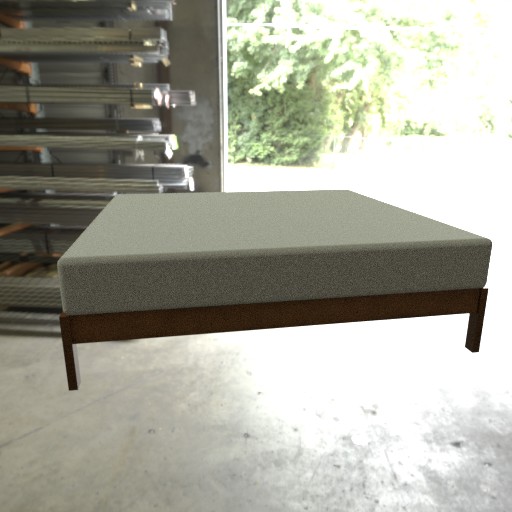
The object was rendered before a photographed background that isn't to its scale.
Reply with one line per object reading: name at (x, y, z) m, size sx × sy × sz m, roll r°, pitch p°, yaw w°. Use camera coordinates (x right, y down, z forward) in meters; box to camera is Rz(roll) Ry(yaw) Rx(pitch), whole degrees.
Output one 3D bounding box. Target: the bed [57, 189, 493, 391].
bed at (0.000, 0.000, 2.989) m, size 2.049 × 0.616 × 1.930 m, roll -3°, pitch 16°, yaw -10°
